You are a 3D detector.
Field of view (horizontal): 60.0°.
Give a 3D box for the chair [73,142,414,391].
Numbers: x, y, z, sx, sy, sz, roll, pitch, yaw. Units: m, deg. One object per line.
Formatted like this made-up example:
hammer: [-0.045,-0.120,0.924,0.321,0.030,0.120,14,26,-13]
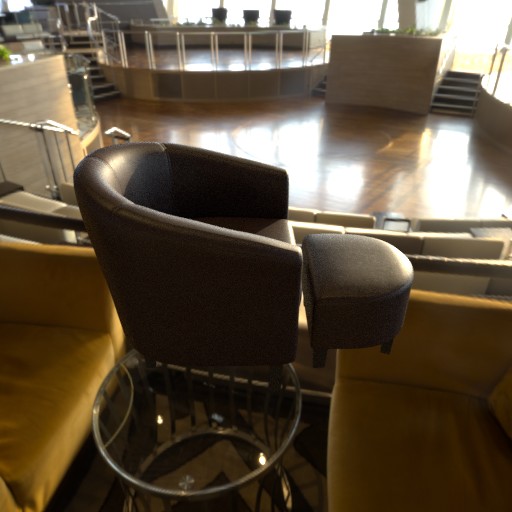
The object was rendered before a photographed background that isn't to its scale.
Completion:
chair: [0.000,0.000,1.653,1.176,0.755,0.737,0,31,0]
